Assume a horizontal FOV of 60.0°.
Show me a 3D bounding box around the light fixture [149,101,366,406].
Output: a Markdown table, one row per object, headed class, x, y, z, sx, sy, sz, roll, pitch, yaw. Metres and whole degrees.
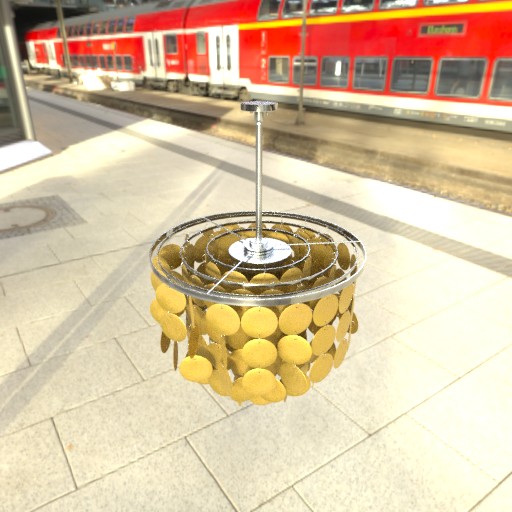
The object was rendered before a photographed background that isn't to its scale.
| class | x | y | z | sx | sy | sz | roll | pitch | yaw |
| --- | --- | --- | --- | --- | --- | --- | --- | --- | --- |
| light fixture | 0.000 | 0.000 | 0.749 | 0.368 | 0.492 | 0.368 | 0 | 25 | 0 |
